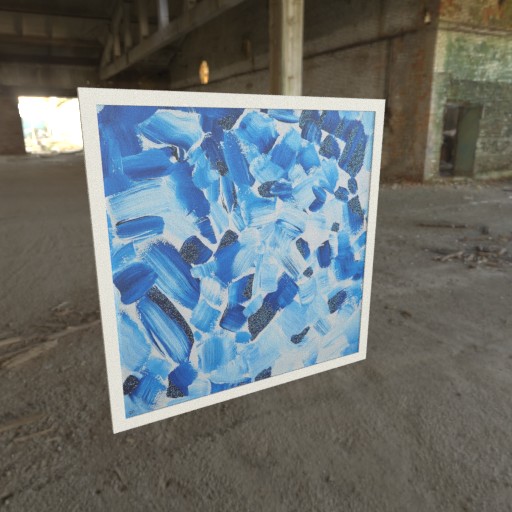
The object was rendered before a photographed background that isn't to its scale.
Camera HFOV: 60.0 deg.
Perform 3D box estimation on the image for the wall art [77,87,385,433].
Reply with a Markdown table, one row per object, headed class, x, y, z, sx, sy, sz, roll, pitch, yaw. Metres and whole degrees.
| class | x | y | z | sx | sy | sz | roll | pitch | yaw |
| --- | --- | --- | --- | --- | --- | --- | --- | --- | --- |
| wall art | 0.000 | 0.000 | 0.963 | 0.660 | 0.660 | 0.015 | -8 | 18 | -27 |
